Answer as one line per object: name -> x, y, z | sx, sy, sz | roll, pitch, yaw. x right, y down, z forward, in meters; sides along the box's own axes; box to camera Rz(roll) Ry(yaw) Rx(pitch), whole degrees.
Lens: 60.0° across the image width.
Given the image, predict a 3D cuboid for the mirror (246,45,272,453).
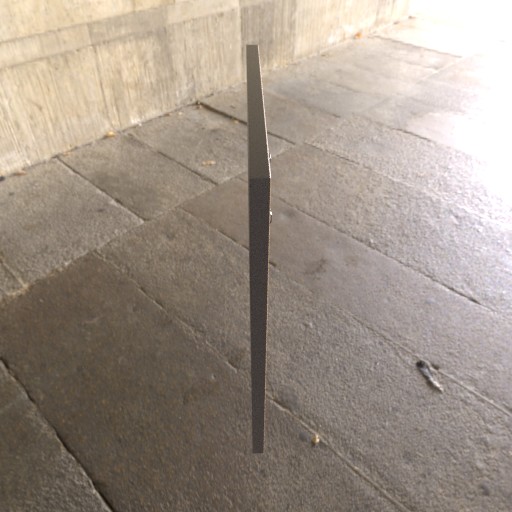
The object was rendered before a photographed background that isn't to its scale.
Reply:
mirror -> 0.000, 0.000, 1.375 | 0.040, 1.016, 0.762 | -1, 41, -1
